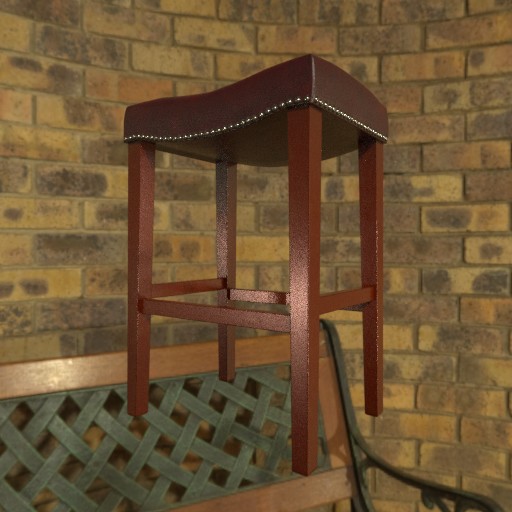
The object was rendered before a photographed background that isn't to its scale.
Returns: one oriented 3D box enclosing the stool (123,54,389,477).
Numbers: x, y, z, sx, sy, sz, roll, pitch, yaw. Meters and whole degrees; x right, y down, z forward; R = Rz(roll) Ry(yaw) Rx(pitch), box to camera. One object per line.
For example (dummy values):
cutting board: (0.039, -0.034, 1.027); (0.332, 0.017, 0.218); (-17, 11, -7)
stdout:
stool: (0.000, 0.000, 1.032); (0.504, 0.742, 0.372); (1, 2, 36)
